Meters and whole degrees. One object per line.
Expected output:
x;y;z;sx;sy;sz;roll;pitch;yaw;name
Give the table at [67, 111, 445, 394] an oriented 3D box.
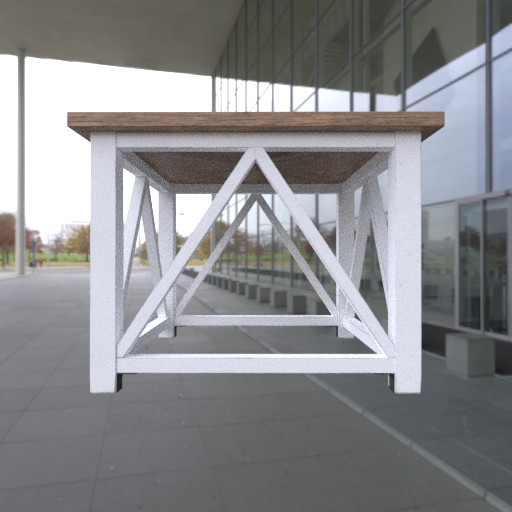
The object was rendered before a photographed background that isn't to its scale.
0.000;0.000;1.168;0.700;0.532;0.700;0;0;0;table
